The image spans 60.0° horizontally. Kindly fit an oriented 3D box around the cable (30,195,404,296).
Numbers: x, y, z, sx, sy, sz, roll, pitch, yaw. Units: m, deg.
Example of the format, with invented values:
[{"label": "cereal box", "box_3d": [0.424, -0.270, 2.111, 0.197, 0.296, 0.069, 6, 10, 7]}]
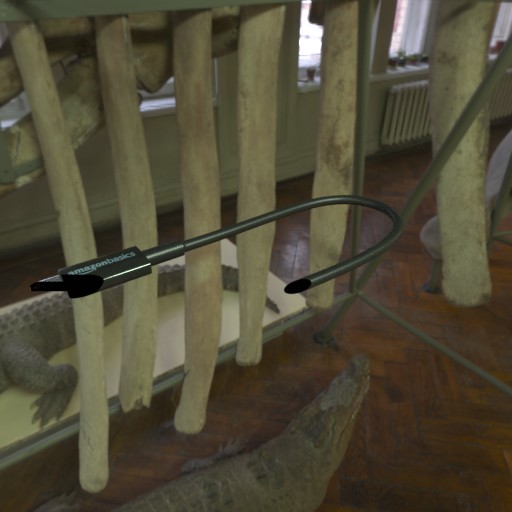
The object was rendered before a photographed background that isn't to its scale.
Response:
[{"label": "cable", "box_3d": [0.000, 0.000, 0.111, 0.098, 0.006, 0.040, -21, 37, -30]}]
